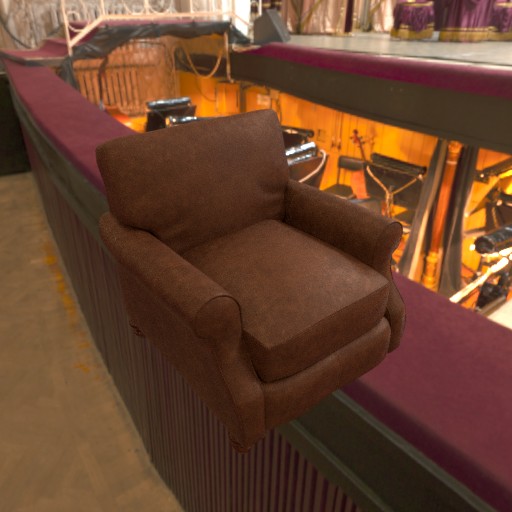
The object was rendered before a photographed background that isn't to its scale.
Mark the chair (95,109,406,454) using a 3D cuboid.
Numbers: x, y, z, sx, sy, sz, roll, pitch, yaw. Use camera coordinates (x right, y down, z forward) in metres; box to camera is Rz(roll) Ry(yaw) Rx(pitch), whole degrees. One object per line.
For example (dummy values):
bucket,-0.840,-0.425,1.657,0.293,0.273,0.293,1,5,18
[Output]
chair,0.000,0.000,1.786,0.996,0.976,1.002,-21,35,-33
